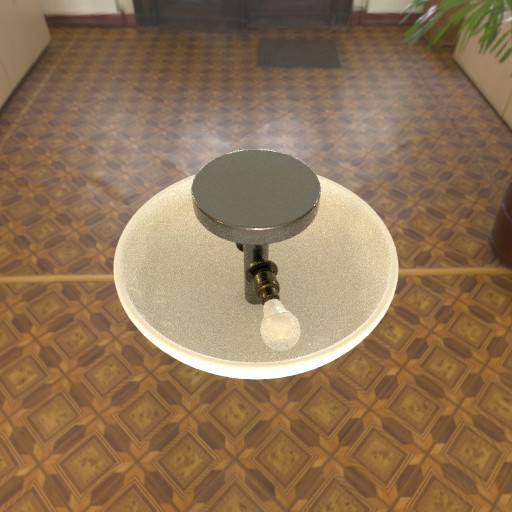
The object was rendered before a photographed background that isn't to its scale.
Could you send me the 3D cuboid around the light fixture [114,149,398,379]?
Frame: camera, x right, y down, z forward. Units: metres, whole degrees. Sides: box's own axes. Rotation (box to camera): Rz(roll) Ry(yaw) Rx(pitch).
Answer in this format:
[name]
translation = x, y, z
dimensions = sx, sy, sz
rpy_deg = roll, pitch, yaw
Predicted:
[light fixture]
translation = 0.000, 0.000, 0.537
dimensions = 0.330, 0.214, 0.330
rpy_deg = 0, 46, 0
